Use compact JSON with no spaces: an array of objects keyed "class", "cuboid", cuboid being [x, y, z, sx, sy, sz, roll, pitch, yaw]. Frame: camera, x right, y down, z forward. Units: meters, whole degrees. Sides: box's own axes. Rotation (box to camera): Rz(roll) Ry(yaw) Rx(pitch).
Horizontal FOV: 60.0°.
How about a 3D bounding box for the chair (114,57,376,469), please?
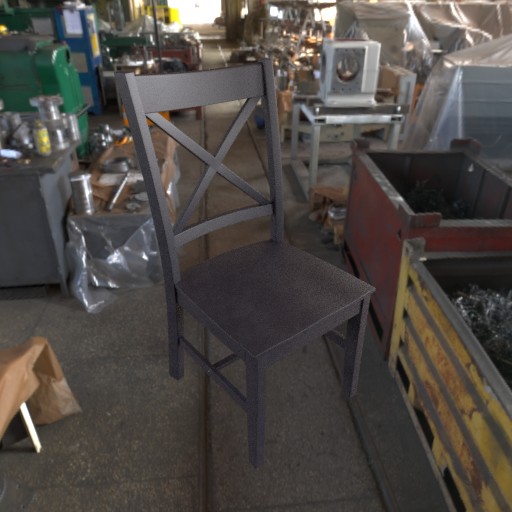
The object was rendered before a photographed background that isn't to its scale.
[{"class":"chair","cuboid":[0.000,0.000,1.283,0.485,0.983,0.542,-22,37,-33]}]
